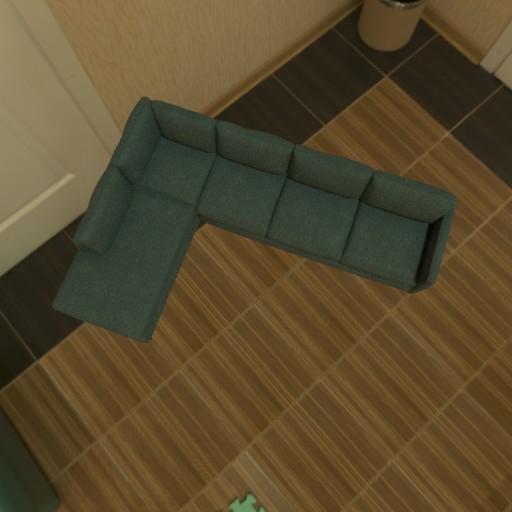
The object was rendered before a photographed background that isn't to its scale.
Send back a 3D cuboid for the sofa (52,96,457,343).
[{"bbox_3d":[0.000,0.000,3.798,2.949,0.815,2.007,19,76,5],"label":"sofa"}]
